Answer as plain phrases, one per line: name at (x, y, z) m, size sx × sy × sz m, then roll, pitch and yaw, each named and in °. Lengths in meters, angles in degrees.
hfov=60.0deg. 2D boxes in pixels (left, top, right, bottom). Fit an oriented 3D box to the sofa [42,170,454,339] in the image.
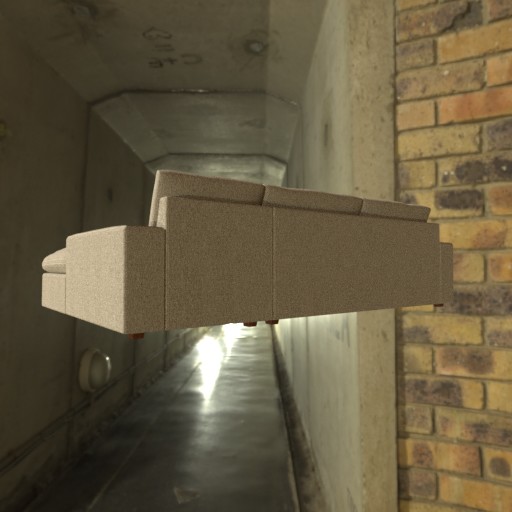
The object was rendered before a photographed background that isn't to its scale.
sofa at (0.000, 0.000, 3.426) m, size 2.718 × 0.813 × 1.689 m, roll 1°, pitch -1°, yaw -37°
